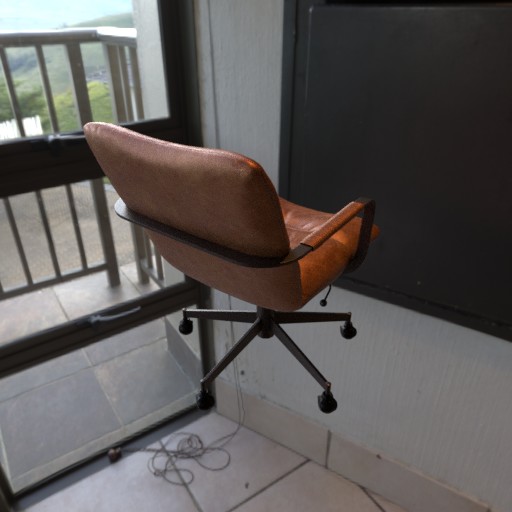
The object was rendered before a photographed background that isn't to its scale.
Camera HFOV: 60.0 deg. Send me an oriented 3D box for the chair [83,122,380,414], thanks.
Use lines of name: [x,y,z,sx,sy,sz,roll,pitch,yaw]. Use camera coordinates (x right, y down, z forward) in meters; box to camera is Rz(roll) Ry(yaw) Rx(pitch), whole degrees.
chair: [0.000,0.000,1.455,0.727,0.922,0.754,21,35,32]
